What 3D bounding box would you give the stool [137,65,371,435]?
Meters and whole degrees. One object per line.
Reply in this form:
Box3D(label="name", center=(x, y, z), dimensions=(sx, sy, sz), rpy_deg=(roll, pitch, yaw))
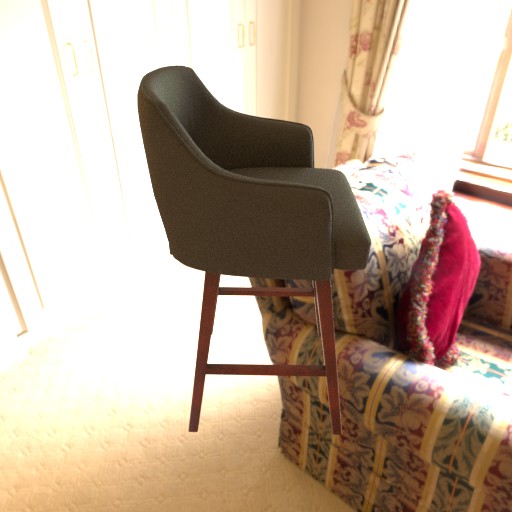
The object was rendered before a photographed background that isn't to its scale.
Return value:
Box3D(label="stool", center=(0.000, 0.000, 1.317), dimensions=(0.558, 1.012, 0.548), rpy_deg=(1, 32, 1))
